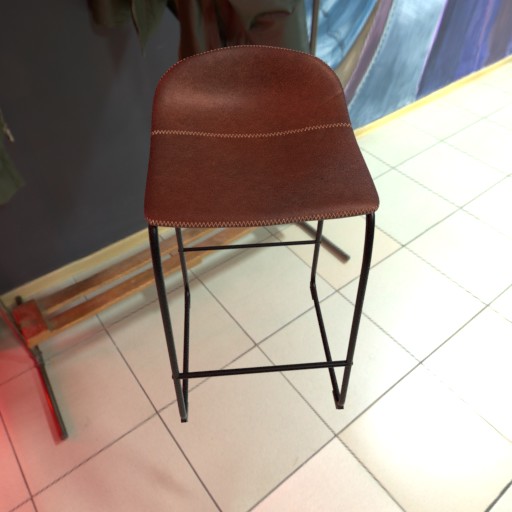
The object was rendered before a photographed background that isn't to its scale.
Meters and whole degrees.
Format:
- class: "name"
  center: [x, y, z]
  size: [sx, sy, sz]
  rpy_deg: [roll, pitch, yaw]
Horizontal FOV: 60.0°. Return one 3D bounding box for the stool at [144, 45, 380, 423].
- class: "stool"
  center: [0.000, 0.000, 1.092]
  size: [0.454, 0.830, 0.473]
  rpy_deg: [-4, 47, -3]
